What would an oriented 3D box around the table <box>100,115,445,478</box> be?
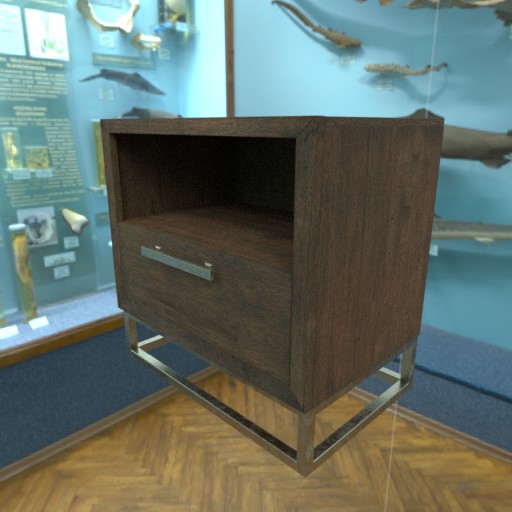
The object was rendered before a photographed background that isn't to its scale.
[{"bbox_3d":[0.000,0.000,1.260,0.542,0.746,0.767,-16,23,-43],"label":"table"}]
